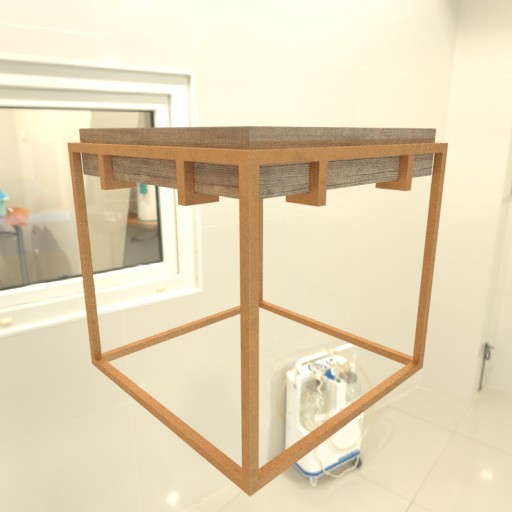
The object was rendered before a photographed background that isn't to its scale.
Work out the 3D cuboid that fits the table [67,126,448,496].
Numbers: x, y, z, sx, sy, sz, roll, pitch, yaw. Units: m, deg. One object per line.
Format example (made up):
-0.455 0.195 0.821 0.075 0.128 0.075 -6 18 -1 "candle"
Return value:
0.000 0.000 1.056 0.599 0.584 0.599 -14 21 -42 "table"
